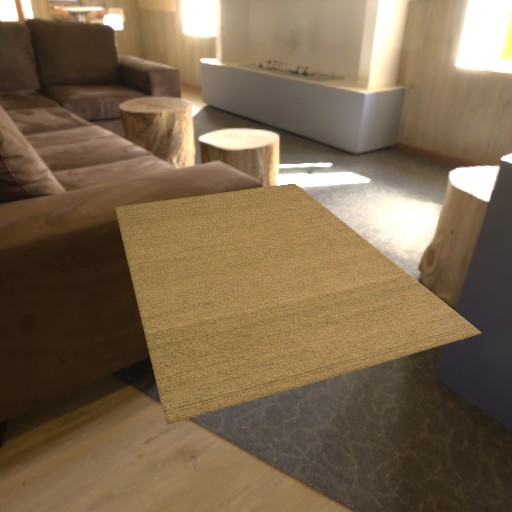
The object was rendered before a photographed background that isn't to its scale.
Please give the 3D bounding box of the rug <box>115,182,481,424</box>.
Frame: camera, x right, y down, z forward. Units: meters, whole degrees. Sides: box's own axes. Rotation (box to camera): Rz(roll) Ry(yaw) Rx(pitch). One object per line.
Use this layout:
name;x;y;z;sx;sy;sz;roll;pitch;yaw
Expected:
rug;0.000;0.000;5.072;2.782;0.025;3.935;-11;32;-18
